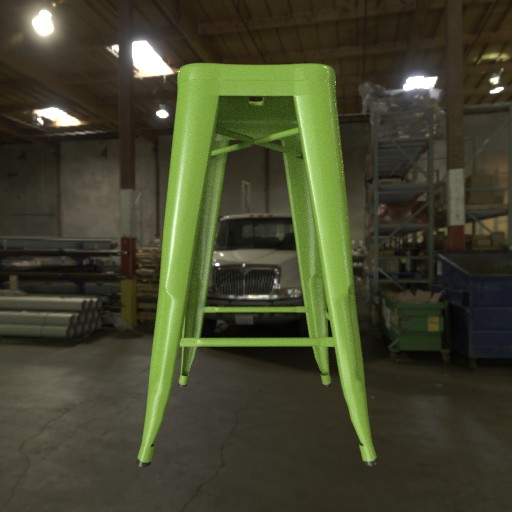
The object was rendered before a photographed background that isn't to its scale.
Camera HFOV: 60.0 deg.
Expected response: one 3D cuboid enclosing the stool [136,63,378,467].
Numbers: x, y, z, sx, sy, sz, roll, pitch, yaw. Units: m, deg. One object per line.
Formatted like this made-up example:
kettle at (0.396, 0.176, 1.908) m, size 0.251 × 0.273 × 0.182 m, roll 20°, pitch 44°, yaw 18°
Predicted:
stool at (0.000, 0.000, 0.836) m, size 0.358 × 0.609 × 0.398 m, roll 0°, pitch 1°, yaw 0°
